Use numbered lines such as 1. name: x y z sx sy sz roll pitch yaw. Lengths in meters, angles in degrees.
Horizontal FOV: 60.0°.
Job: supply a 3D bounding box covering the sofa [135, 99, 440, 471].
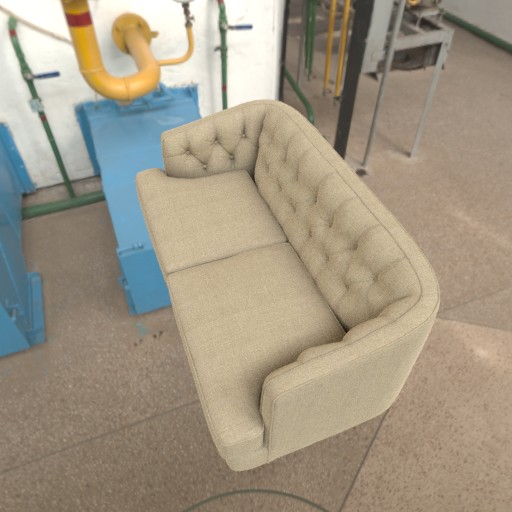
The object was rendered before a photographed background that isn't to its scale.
1. sofa: 0.000 0.000 2.223 0.941 0.855 1.733 -15 48 -14
